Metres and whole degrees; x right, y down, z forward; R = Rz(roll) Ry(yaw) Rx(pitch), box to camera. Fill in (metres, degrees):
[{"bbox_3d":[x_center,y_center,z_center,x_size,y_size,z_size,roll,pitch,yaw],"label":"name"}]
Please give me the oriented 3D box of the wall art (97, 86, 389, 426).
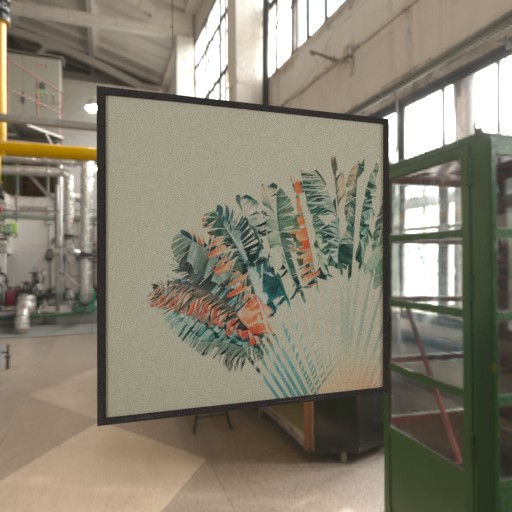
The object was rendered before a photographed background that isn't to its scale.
[{"bbox_3d":[0.000,0.000,1.129,0.762,0.758,0.043,0,0,-18],"label":"wall art"}]
